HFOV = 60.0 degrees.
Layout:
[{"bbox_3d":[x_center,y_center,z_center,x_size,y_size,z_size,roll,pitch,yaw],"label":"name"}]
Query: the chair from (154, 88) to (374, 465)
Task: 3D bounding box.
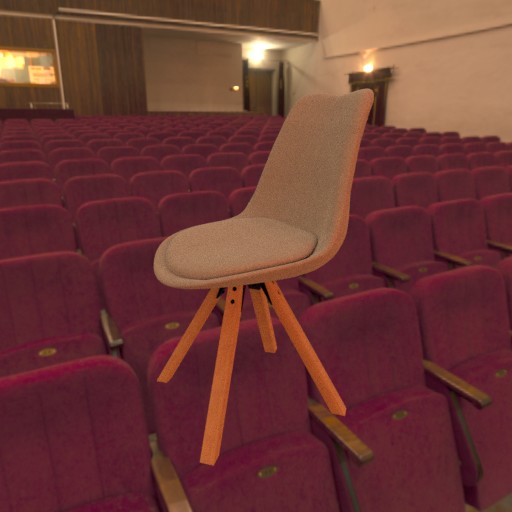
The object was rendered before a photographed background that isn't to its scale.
[{"bbox_3d":[0.000,0.000,1.217,0.549,0.863,0.474,-9,19,-26],"label":"chair"}]
